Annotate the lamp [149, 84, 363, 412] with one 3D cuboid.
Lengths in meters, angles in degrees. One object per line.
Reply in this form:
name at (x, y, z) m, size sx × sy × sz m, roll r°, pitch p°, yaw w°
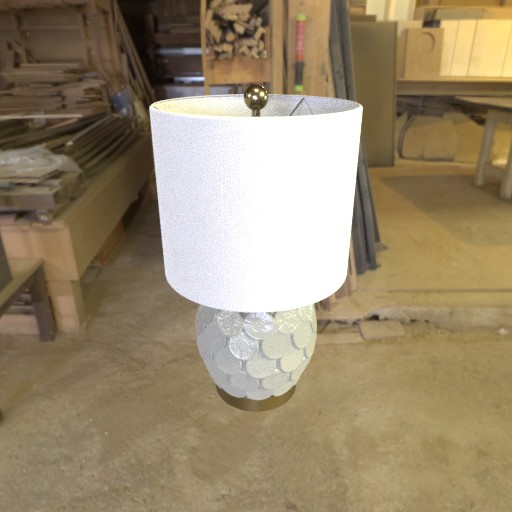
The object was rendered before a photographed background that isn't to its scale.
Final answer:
lamp at (0.000, 0.000, 0.625) m, size 0.254 × 0.452 × 0.254 m, roll 0°, pitch 25°, yaw 0°
